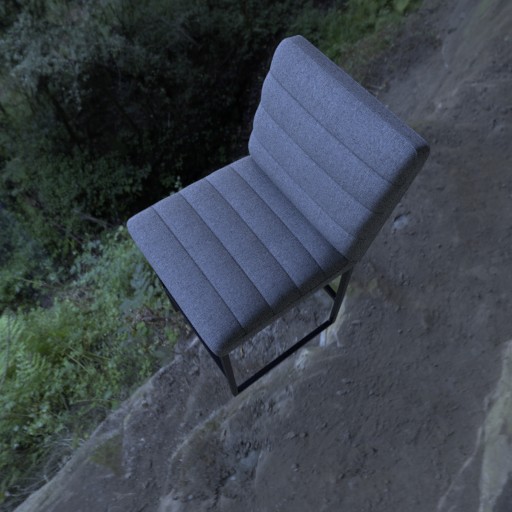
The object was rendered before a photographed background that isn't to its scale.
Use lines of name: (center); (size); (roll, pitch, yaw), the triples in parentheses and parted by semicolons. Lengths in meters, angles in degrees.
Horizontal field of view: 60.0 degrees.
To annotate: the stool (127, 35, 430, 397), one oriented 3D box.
stool: (0.000, 0.000, 1.352); (0.571, 1.034, 0.459); (-33, 67, -16)
